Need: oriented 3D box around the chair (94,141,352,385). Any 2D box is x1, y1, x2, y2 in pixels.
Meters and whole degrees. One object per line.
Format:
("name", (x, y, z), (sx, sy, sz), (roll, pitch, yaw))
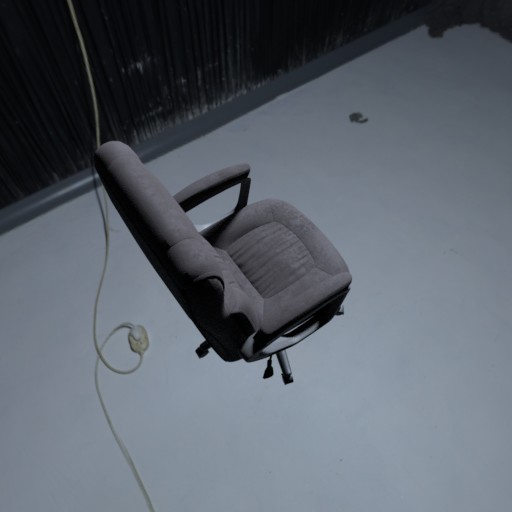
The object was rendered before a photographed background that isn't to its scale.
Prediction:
("chair", (0.000, 0.000, 1.570), (0.724, 1.105, 0.667), (-31, 63, -17))
